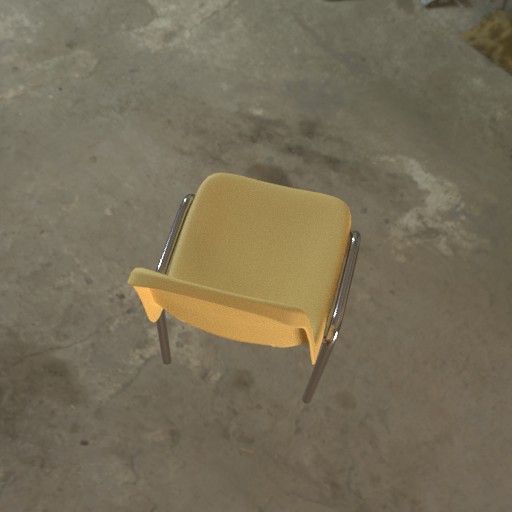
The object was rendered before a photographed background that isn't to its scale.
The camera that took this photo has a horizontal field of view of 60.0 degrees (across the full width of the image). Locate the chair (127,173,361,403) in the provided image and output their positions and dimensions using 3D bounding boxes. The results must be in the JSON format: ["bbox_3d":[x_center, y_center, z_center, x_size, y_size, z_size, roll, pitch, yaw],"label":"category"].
[{"bbox_3d":[0.000,0.000,0.780,0.354,0.536,0.385,14,64,7],"label":"chair"}]
